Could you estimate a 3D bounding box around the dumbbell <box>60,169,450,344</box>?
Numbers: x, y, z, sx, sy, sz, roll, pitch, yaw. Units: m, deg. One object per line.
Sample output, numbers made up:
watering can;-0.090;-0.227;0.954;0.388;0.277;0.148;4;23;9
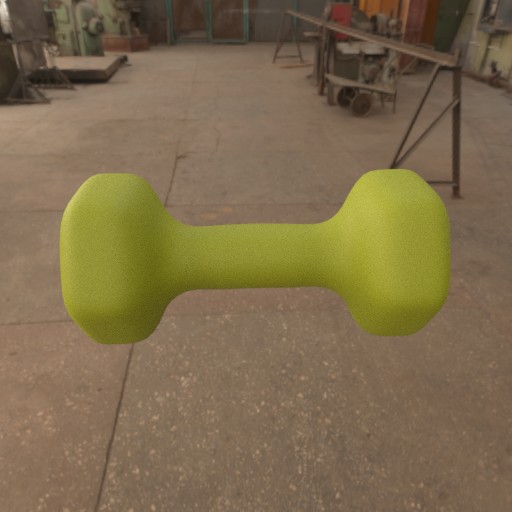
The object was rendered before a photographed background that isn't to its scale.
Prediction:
dumbbell;0.000;0.000;0.206;0.164;0.072;0.080;-1;31;-1
